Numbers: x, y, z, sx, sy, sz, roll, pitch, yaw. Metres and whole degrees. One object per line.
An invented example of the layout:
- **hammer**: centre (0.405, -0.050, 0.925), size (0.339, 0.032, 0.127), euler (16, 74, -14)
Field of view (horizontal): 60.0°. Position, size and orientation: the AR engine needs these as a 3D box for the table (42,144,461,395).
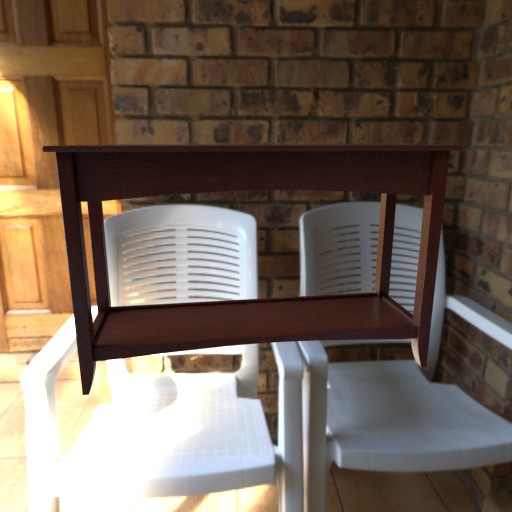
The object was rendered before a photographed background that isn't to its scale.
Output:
- **table**: centre (0.000, 0.000, 1.520), size (1.188, 0.739, 0.392), euler (-2, 15, -9)
